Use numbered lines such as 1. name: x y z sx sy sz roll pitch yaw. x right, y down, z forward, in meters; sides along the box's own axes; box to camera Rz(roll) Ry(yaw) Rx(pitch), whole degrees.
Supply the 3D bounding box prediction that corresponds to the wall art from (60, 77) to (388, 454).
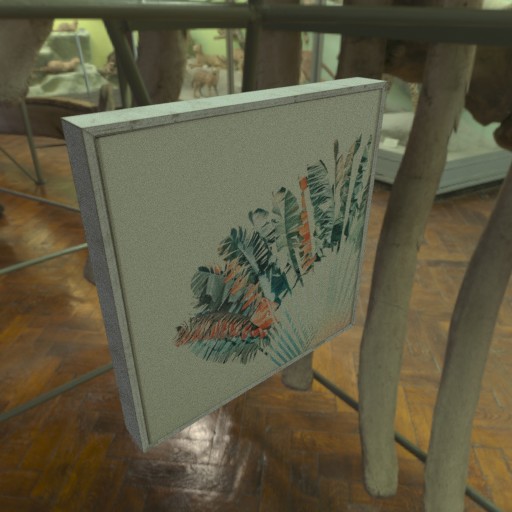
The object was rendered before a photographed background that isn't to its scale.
1. wall art: 0.000 0.000 0.440 0.305 0.303 0.038 -22 36 -33
